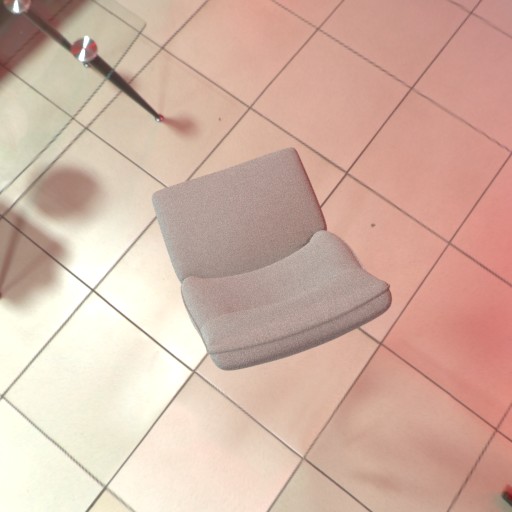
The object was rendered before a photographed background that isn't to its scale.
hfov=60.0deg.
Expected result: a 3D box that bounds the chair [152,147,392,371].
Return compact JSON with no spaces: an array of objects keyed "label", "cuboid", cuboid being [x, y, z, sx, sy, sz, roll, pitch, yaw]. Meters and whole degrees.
[{"label":"chair","cuboid":[0.000,0.000,1.338,0.500,0.930,0.620,-19,77,-5]}]
